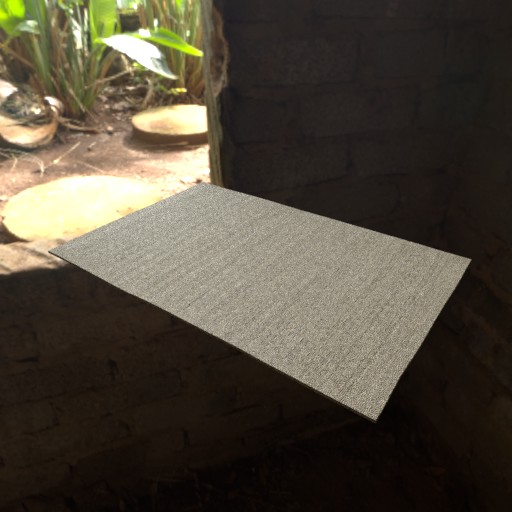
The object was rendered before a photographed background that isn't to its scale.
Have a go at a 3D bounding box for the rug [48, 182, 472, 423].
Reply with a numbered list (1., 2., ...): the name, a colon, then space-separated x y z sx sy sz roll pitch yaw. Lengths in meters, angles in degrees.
1. rug: 0.000 0.000 2.876 2.297 0.018 1.532 20 36 30
